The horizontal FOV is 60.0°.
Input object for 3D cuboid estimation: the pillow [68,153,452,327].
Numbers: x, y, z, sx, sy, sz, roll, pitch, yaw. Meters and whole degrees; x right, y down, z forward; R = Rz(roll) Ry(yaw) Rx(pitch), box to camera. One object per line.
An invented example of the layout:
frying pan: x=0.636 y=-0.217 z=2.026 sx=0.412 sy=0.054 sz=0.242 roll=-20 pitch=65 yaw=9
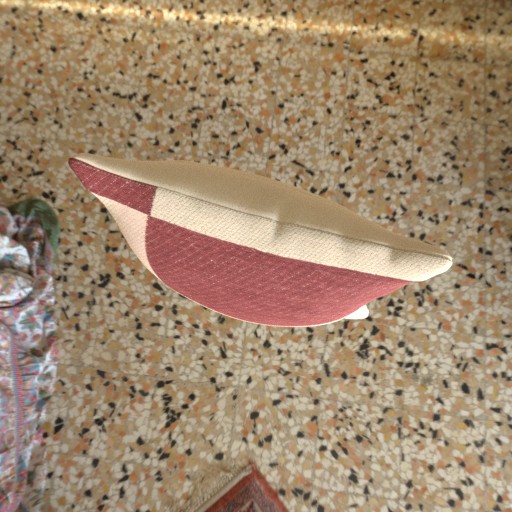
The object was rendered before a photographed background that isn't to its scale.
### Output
pillow: x=0.000 y=0.000 z=0.797 sx=0.536 sy=0.506 sz=0.229 roll=16 pitch=77 yaw=4
